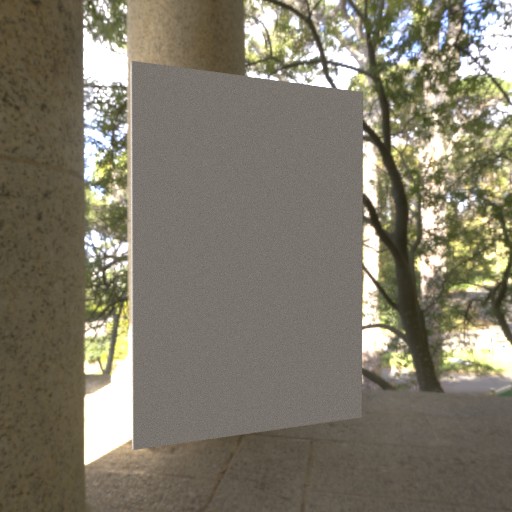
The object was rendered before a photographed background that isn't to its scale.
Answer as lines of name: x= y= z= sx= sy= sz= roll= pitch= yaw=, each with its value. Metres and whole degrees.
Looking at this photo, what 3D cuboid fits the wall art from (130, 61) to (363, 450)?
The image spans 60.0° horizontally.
wall art: x=0.000 y=0.000 z=1.026 sx=0.556 sy=0.813 sz=0.026 roll=0 pitch=1 yaw=-19
